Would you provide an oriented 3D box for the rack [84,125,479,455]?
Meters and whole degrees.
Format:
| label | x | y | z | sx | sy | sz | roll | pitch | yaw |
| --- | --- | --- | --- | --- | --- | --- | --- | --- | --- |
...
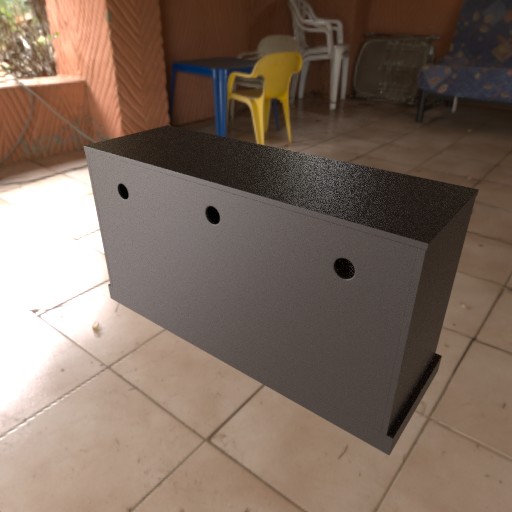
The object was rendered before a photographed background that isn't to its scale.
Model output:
| label | x | y | z | sx | sy | sz | roll | pitch | yaw |
| --- | --- | --- | --- | --- | --- | --- | --- | --- | --- |
| rack | 0.000 | 0.000 | 1.489 | 1.206 | 0.635 | 0.399 | 21 | 35 | 32 |
